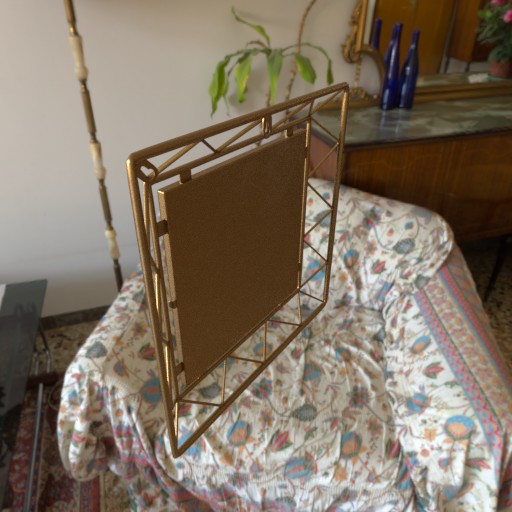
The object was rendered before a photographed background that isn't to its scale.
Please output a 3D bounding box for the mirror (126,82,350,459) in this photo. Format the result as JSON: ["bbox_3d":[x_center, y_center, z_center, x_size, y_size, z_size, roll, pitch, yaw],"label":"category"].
[{"bbox_3d":[0.000,0.000,0.627,0.046,0.414,0.416,21,37,30],"label":"mirror"}]
